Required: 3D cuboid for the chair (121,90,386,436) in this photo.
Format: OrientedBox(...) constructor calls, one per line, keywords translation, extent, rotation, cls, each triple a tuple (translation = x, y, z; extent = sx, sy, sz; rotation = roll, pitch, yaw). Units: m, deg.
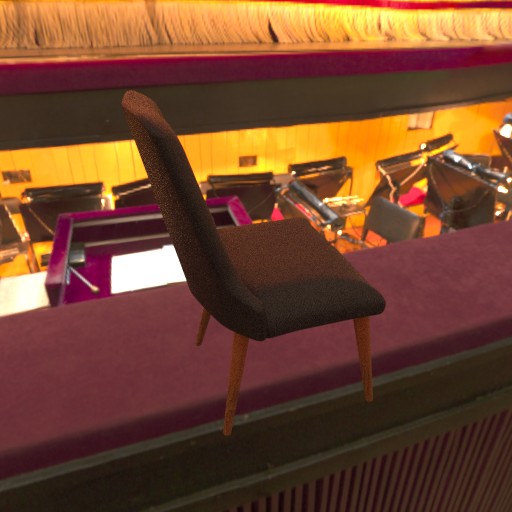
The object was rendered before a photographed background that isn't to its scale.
OrientedBox(translation=(0.000, 0.000, 1.168), extent=(0.567, 0.820, 0.504), rotation=(-9, 32, -16), cls="chair")
